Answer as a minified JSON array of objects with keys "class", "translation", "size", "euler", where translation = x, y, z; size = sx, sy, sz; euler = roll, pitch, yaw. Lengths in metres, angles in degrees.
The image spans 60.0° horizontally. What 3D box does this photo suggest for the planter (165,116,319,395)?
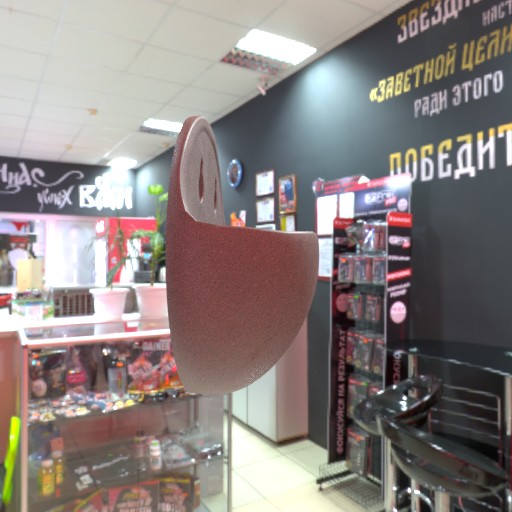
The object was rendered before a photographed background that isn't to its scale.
[{"class":"planter","translation":[0.000,0.000,0.275],"size":[0.073,0.164,0.190],"euler":[0,0,2]}]
